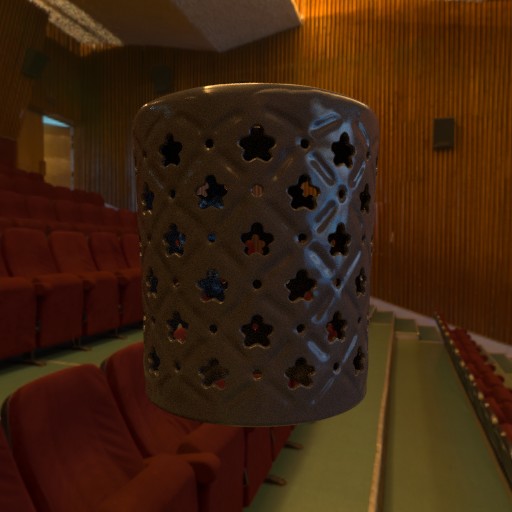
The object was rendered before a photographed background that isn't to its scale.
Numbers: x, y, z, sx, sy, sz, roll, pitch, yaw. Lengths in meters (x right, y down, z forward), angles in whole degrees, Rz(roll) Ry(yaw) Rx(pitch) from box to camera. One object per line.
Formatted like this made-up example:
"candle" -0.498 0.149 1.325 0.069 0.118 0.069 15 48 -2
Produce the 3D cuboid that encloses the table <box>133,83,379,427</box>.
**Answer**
"table" 0.000 0.000 0.653 0.352 0.387 0.352 0 0 0
